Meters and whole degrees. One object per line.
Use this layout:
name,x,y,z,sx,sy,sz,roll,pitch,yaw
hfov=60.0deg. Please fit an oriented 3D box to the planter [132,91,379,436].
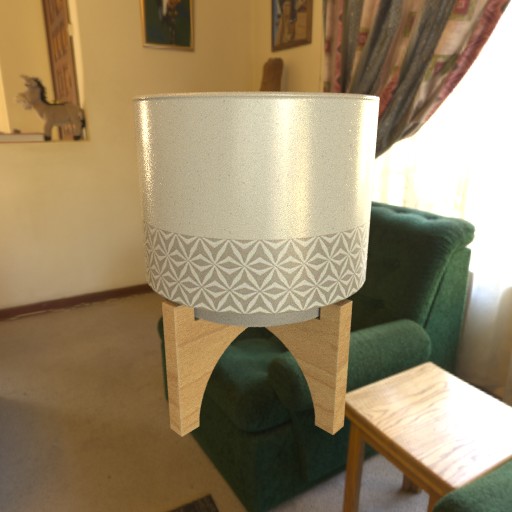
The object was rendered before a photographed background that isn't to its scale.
planter,0.000,0.000,0.511,0.249,0.343,0.249,0,17,0
